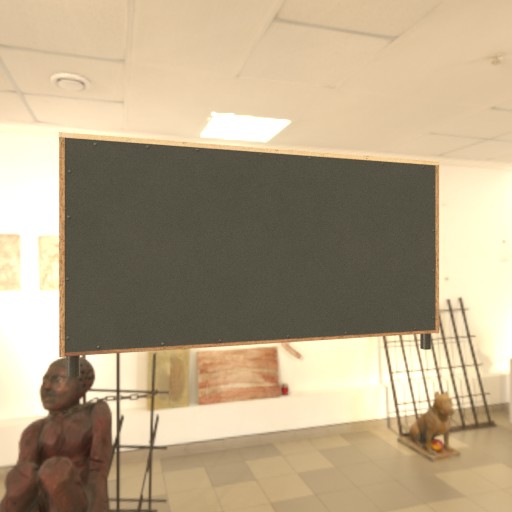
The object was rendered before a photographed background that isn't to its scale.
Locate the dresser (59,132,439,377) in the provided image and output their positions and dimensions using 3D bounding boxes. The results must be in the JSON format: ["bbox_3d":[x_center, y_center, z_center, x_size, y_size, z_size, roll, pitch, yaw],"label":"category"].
[{"bbox_3d":[0.000,0.000,1.956,1.547,0.834,0.487,0,0,-18],"label":"dresser"}]
